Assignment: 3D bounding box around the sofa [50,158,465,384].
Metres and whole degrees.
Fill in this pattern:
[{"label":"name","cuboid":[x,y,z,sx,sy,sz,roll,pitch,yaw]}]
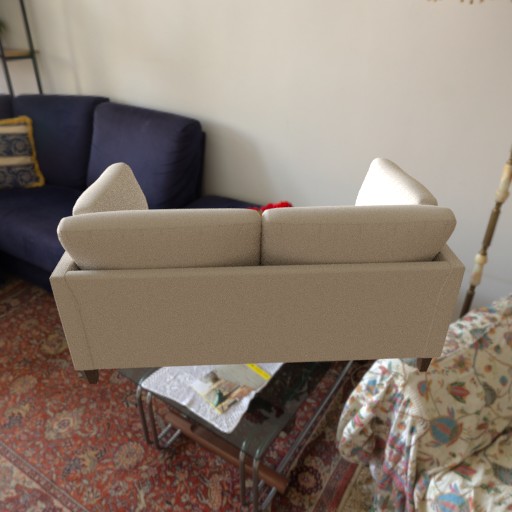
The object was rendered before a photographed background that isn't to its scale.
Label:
[{"label":"sofa","cuboid":[0.000,0.000,2.343,1.776,0.836,0.970,-1,30,-2]}]
